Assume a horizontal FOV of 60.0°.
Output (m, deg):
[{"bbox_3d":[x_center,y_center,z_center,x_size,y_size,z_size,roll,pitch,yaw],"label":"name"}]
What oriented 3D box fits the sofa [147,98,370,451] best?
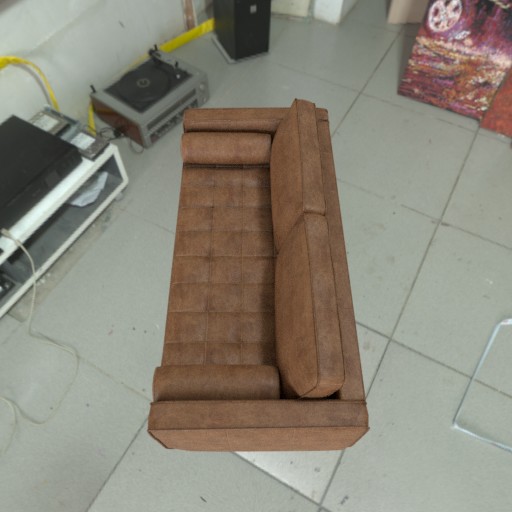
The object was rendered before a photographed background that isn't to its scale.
[{"bbox_3d":[0.000,0.000,2.428,0.924,0.825,1.920,0,58,0],"label":"sofa"}]
